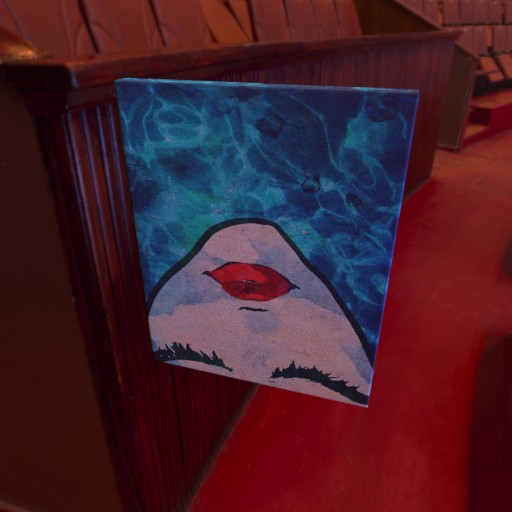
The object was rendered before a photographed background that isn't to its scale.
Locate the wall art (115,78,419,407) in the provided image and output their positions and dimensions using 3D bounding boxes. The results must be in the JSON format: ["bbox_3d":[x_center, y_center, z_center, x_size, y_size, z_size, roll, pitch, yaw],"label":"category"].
[{"bbox_3d":[0.000,0.000,0.875,0.508,0.635,0.038,8,29,15],"label":"wall art"}]
